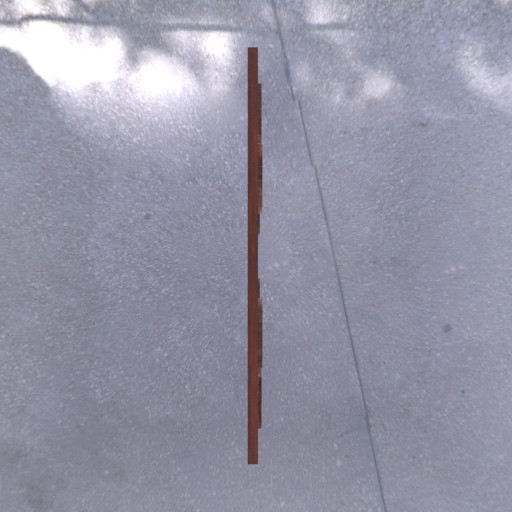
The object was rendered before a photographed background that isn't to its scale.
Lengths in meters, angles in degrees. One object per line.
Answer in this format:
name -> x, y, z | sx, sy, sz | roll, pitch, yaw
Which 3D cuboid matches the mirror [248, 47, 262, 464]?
mirror -> 0.000, 0.000, 1.039 | 0.021, 0.805, 0.600 | 0, 90, 0
